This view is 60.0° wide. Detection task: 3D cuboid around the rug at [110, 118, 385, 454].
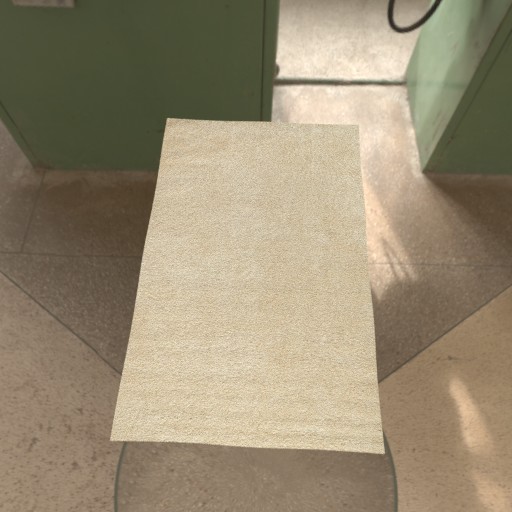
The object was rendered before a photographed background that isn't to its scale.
[{"bbox_3d":[0.000,0.000,2.948,1.500,0.025,2.346,2,63,1],"label":"rug"}]
